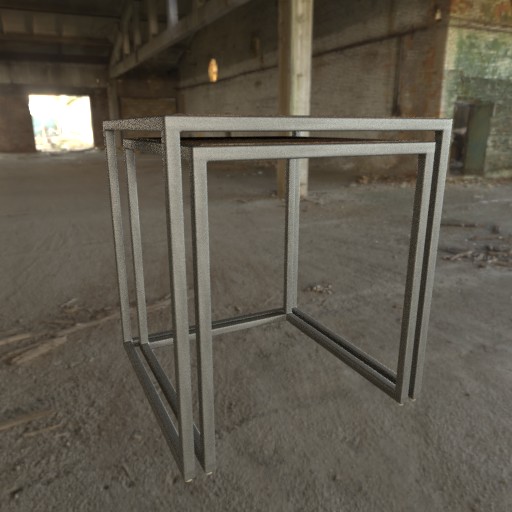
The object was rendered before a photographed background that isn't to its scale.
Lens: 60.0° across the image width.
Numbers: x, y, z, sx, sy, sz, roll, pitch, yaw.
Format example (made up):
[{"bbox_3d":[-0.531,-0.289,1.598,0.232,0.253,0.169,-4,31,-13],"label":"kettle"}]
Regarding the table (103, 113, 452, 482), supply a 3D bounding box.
[{"bbox_3d":[0.000,0.000,0.843,0.450,0.500,0.449,-8,18,-25],"label":"table"}]
